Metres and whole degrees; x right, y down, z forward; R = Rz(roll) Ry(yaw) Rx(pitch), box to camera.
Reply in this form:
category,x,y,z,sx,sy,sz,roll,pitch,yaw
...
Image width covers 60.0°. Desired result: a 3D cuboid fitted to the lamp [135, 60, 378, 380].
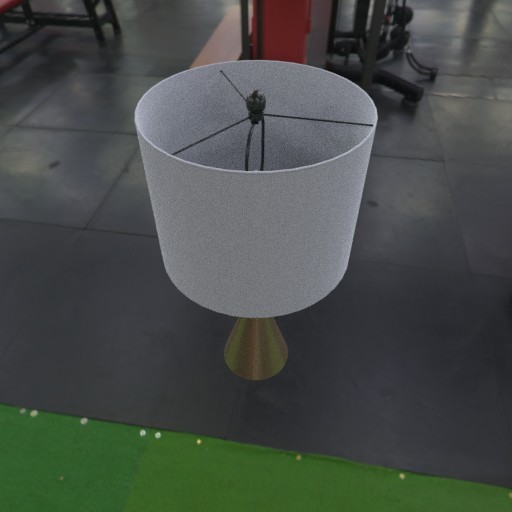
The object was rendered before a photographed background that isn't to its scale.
category,x,y,z,sx,sy,sz,roll,pitch,yaw
lamp,0.000,0.000,0.750,0.304,0.573,0.304,9,45,9
